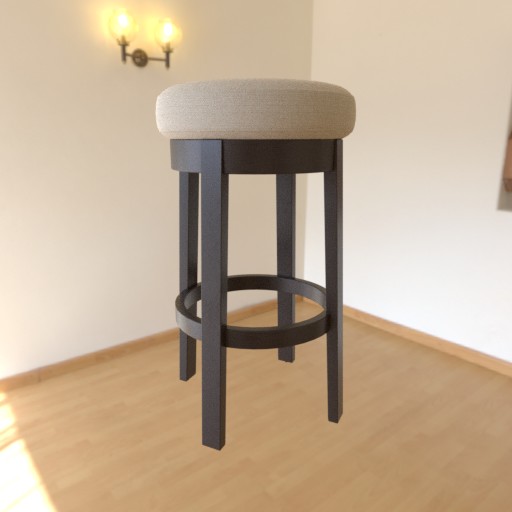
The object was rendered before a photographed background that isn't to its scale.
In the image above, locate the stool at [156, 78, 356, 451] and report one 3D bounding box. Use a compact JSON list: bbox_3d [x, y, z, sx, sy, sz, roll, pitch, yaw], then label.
[{"bbox_3d":[0.000,0.000,1.051,0.446,0.758,0.446,0,15,0],"label":"stool"}]
